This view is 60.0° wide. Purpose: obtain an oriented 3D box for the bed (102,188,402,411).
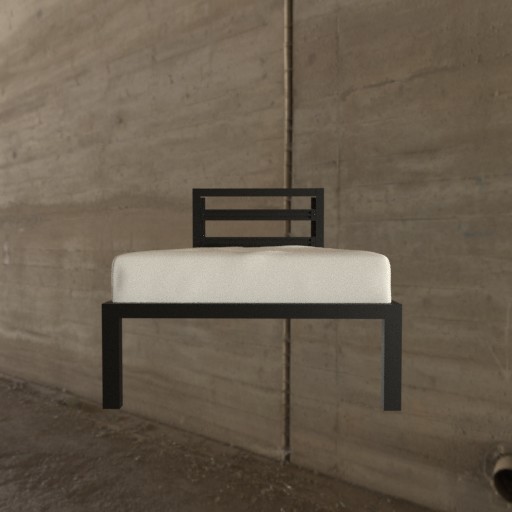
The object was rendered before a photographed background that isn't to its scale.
[{"bbox_3d":[0.000,0.000,2.421,0.991,0.967,1.930,0,2,1],"label":"bed"}]
